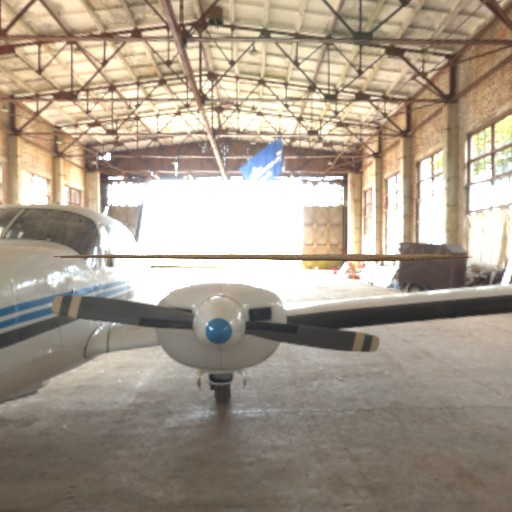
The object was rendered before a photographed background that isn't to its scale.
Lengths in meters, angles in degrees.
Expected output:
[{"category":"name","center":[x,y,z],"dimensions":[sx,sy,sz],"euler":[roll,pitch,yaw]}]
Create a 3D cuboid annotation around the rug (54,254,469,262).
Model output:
[{"category":"rug","center":[0.000,0.000,3.026],"dimensions":[2.434,0.027,1.529],"euler":[0,1,36]}]
